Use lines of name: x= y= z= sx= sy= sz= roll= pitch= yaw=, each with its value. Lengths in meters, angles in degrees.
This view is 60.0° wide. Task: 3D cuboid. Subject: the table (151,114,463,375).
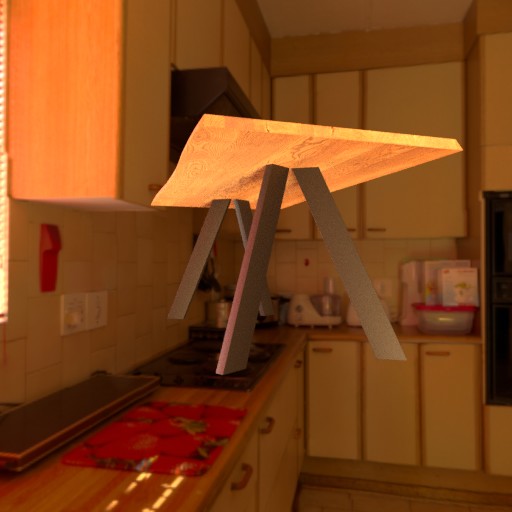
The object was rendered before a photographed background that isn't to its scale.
table: x=0.000 y=0.000 z=2.210 sx=0.900 sy=0.770 sz=1.800 roll=0 pitch=-1 yaw=-17
